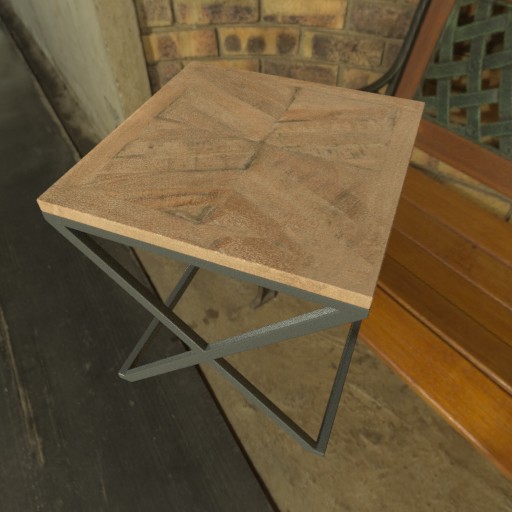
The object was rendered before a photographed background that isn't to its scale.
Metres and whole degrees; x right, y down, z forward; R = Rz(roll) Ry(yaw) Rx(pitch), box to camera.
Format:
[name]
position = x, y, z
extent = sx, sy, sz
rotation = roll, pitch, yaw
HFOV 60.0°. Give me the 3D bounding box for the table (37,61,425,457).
[table]
position = 0.000, 0.000, 0.942
extent = 0.498, 0.550, 0.499
rotation = 16, 49, 14
